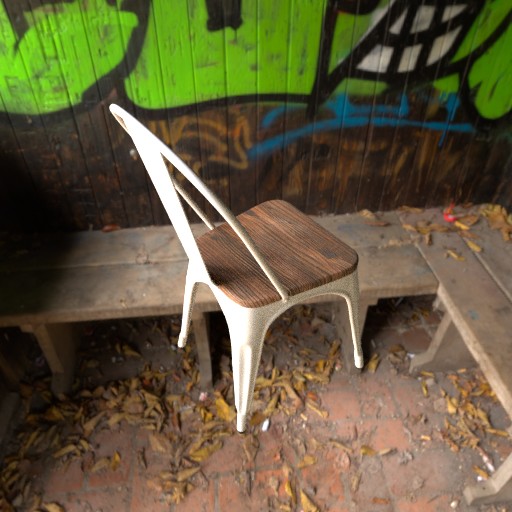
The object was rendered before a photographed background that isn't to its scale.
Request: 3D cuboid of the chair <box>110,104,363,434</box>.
[{"bbox_3d":[0.000,0.000,1.153,0.521,0.851,0.452,-24,45,-26],"label":"chair"}]
